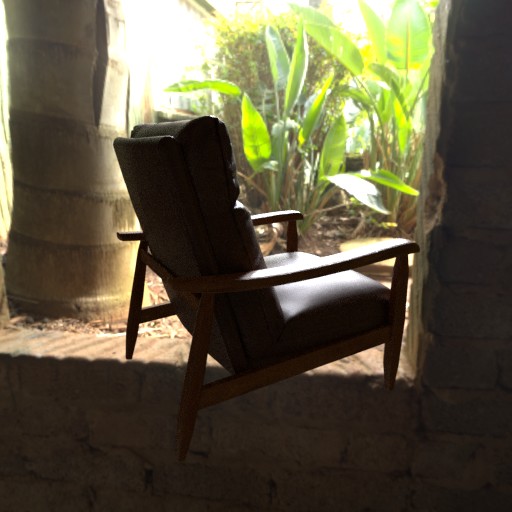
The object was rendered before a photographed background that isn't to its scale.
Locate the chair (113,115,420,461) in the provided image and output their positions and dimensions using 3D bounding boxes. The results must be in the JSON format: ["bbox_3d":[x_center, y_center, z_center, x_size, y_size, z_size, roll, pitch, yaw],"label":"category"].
[{"bbox_3d":[0.000,0.000,1.545,0.830,0.897,0.782,-8,17,-27],"label":"chair"}]
